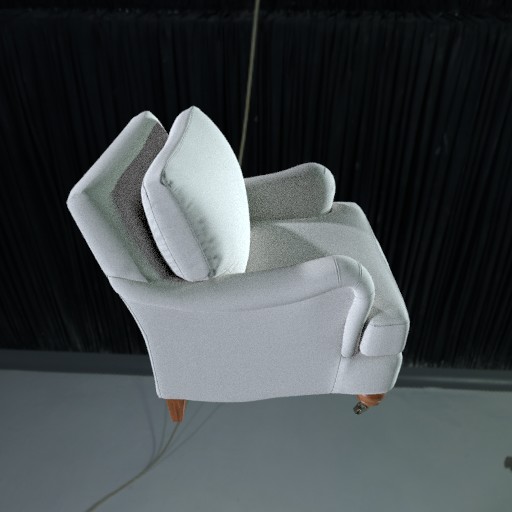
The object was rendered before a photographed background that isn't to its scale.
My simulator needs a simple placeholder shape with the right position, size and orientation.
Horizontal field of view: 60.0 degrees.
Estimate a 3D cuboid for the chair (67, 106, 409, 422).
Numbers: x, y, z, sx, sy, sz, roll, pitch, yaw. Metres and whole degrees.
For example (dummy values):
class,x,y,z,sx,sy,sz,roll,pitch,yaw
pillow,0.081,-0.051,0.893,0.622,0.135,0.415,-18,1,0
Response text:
class,x,y,z,sx,sy,sz,roll,pitch,yaw
chair,0.000,0.000,1.836,1.070,1.038,0.955,0,32,0
